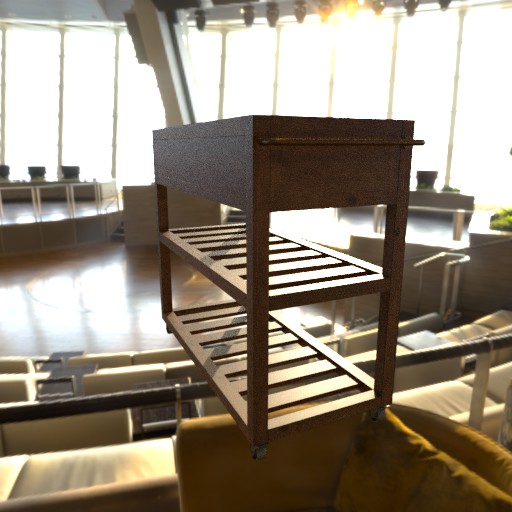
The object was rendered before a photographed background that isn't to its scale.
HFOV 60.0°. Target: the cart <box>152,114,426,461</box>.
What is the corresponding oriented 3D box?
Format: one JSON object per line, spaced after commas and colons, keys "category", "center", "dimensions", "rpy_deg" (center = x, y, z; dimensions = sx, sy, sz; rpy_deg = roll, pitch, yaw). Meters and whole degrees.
{"category": "cart", "center": [0.000, 0.000, 1.473], "dimensions": [0.445, 0.830, 1.065], "rpy_deg": [-6, 15, -24]}
